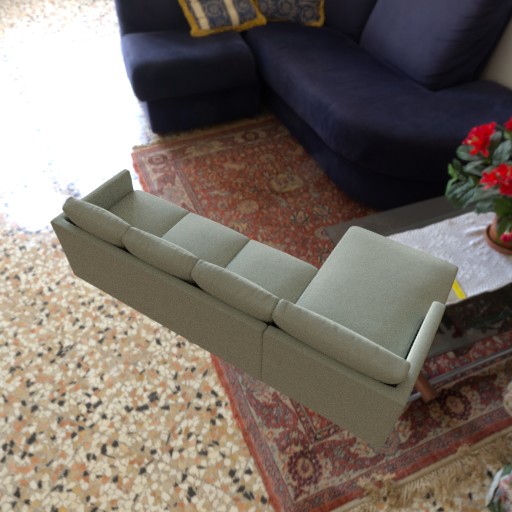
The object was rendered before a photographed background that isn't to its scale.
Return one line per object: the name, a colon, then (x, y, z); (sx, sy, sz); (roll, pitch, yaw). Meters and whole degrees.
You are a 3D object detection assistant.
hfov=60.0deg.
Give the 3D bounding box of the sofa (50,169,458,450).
sofa: (0.000, 0.000, 3.925); (3.205, 0.922, 1.650); (24, 51, 21)
